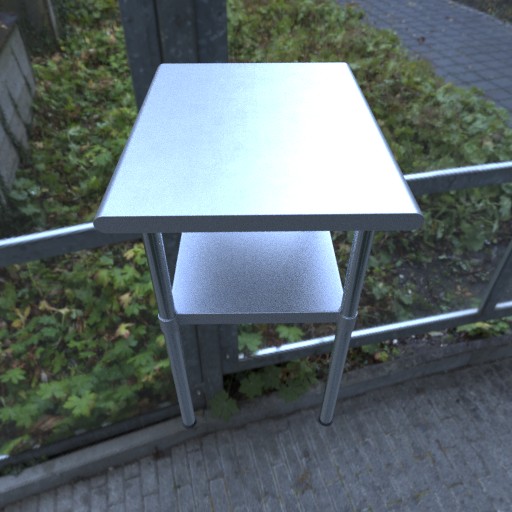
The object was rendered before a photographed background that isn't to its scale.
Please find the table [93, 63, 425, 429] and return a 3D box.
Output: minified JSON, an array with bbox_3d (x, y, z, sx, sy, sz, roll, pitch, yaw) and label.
[{"bbox_3d":[0.000,0.000,1.343,0.584,0.876,0.762,-1,42,-1],"label":"table"}]
